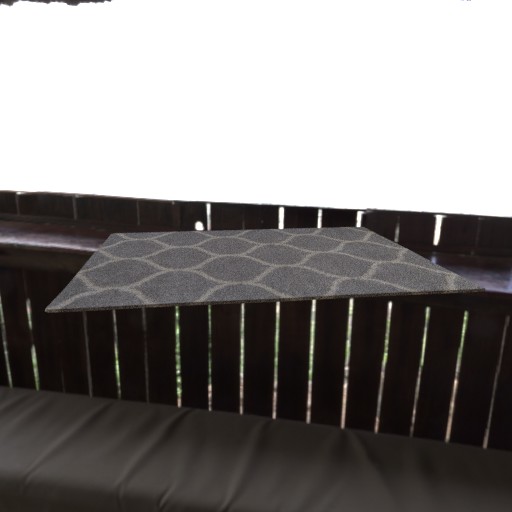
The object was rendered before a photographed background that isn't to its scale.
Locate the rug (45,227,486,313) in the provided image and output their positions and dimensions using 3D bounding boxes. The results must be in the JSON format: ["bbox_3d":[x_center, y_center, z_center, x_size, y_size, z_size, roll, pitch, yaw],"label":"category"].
[{"bbox_3d":[0.000,0.000,4.105,3.000,0.026,2.399,-2,15,-8],"label":"rug"}]
